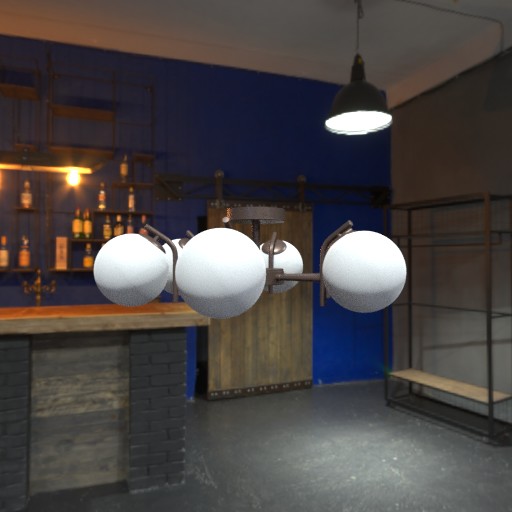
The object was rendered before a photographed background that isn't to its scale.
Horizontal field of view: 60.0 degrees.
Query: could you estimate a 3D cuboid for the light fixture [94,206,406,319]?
[{"bbox_3d":[0.000,0.000,0.963,0.662,0.201,0.662,0,0,0],"label":"light fixture"}]
